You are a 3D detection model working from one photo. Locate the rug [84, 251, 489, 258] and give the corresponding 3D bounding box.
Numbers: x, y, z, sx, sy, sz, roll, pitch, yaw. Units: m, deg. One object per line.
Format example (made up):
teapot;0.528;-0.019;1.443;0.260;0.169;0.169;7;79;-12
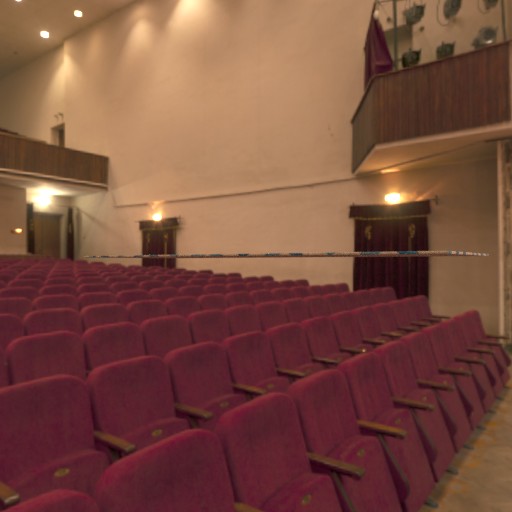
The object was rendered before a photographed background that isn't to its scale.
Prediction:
rug;0.000;0.000;1.668;1.492;0.007;0.503;-1;-1;37
